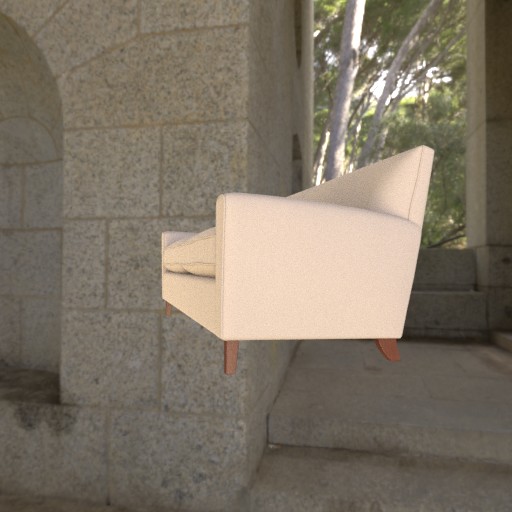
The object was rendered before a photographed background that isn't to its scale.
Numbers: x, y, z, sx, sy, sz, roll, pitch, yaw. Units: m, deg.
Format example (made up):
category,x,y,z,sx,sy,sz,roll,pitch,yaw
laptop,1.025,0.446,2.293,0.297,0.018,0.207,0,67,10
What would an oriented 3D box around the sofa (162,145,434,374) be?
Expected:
category,x,y,z,sx,sy,sz,roll,pitch,yaw
sofa,0.000,0.000,2.513,0.875,0.846,2.000,0,-1,-18
